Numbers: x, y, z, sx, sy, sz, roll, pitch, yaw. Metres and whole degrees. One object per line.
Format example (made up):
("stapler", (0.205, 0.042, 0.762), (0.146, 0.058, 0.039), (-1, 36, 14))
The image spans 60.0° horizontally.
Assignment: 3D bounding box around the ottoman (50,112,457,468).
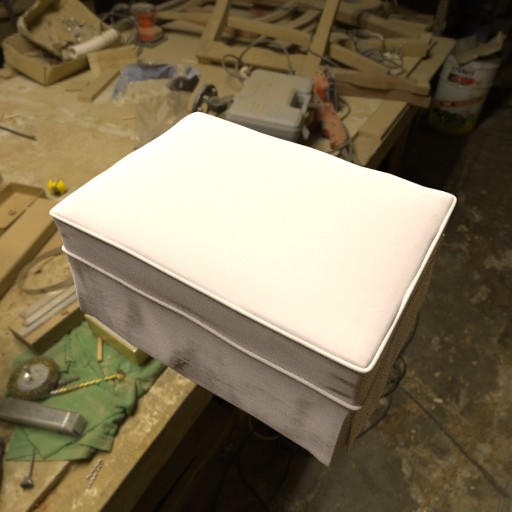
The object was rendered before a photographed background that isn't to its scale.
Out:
("ottoman", (0.000, 0.000, 1.308), (0.944, 0.479, 0.703), (24, 50, 22))
